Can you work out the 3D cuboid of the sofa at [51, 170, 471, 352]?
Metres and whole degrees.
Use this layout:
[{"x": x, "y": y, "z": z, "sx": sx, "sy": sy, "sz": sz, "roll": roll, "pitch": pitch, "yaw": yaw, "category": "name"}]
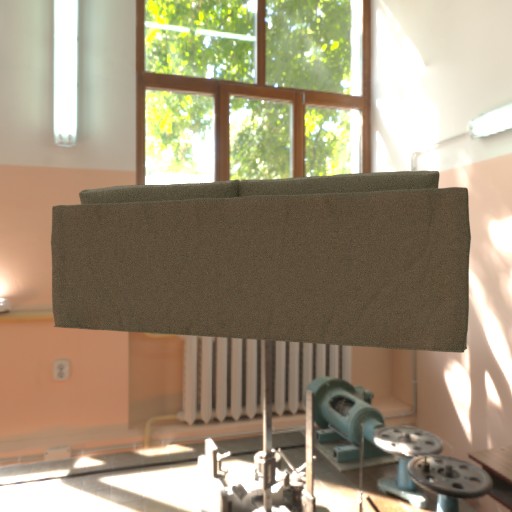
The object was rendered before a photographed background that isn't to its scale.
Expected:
[{"x": 0.000, "y": 0.000, "z": 2.707, "sx": 2.296, "sy": 0.847, "sz": 0.956, "roll": 0, "pitch": 0, "yaw": 19, "category": "sofa"}]
